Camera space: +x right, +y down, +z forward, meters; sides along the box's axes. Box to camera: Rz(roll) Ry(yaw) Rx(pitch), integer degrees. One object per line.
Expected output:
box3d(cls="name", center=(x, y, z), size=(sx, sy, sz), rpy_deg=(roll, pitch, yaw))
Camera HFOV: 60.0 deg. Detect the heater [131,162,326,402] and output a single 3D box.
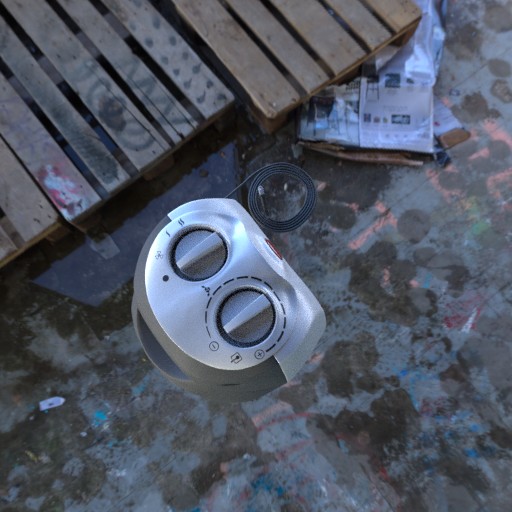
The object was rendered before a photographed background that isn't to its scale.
box3d(cls="heater", center=(0.000, 0.000, 0.463), size=(0.291, 0.240, 0.239), rpy_deg=(-36, 79, -9))
